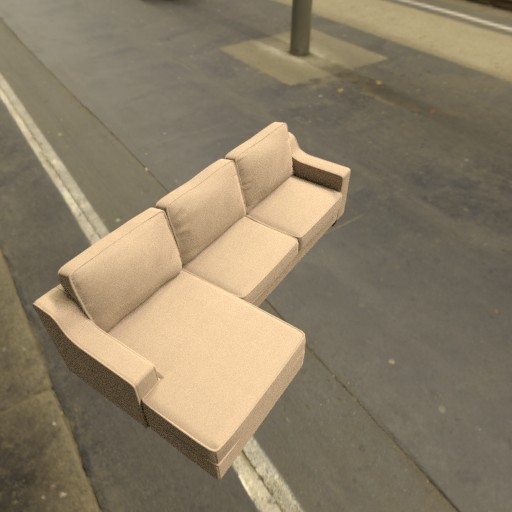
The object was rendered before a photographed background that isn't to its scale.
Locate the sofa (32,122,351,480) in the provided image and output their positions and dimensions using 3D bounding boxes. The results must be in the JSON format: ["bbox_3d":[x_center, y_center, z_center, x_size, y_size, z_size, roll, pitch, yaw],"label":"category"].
[{"bbox_3d":[0.000,0.000,3.160,1.294,0.928,2.561,25,48,25],"label":"sofa"}]
